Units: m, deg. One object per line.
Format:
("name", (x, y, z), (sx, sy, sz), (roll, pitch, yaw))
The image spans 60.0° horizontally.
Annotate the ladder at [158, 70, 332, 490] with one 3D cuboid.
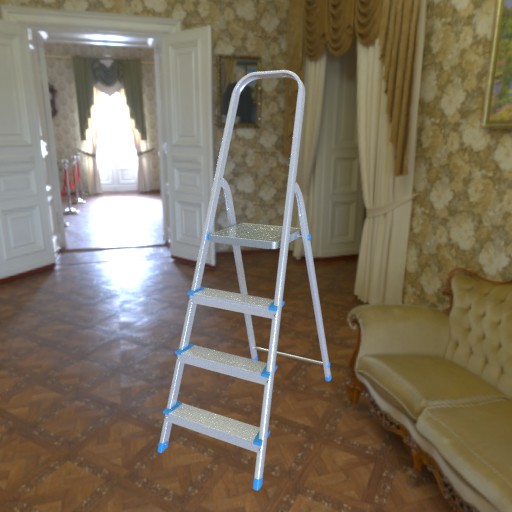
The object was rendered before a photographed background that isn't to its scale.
("ladder", (0.000, 0.000, 1.811), (0.445, 1.434, 0.842), (7, 17, 26))
